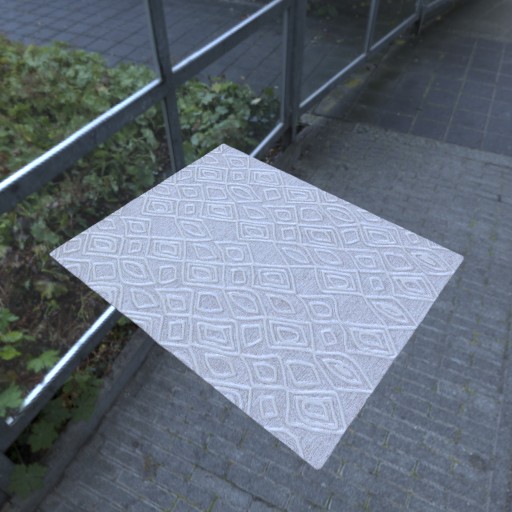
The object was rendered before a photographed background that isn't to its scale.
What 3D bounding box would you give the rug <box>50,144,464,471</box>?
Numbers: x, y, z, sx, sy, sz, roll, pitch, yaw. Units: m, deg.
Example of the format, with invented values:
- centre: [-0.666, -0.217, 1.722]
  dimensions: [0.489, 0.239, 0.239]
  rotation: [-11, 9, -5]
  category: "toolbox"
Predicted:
- centre: [0.000, 0.000, 4.147]
  dimensions: [3.049, 0.025, 2.449]
  rotation: [31, 54, 26]
  category: "rug"
